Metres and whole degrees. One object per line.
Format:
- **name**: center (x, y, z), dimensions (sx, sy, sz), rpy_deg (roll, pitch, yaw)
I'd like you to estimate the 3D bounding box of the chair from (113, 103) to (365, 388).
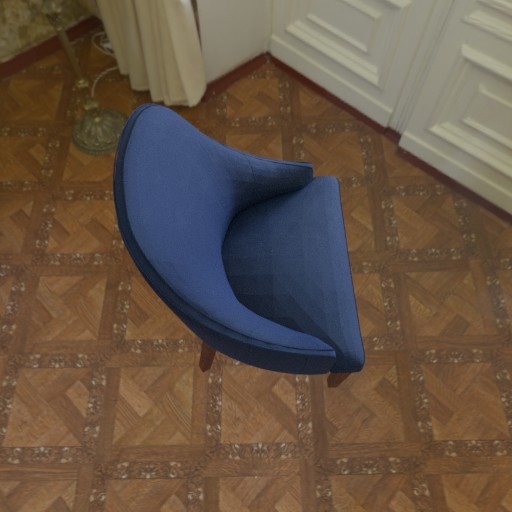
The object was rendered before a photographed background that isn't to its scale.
- **chair**: center (0.000, 0.000, 1.277), dimensions (0.575, 0.889, 0.643), rpy_deg (-2, 63, -1)
